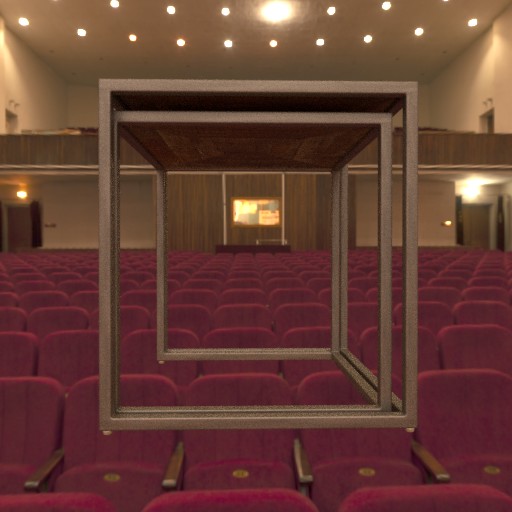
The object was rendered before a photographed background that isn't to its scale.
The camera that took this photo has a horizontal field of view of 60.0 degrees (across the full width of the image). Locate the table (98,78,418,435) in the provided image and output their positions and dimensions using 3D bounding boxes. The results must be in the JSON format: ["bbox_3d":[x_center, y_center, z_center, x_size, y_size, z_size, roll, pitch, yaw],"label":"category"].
[{"bbox_3d":[0.000,0.000,0.845,0.449,0.500,0.450,0,0,-1],"label":"table"}]
